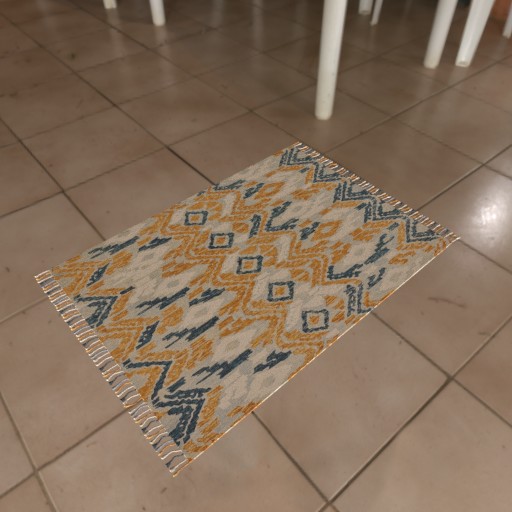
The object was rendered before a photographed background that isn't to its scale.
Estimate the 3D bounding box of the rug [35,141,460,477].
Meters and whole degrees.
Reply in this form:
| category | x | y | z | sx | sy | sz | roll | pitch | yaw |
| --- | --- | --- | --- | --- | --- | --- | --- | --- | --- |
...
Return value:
| category | x | y | z | sx | sy | sz | roll | pitch | yaw |
| --- | --- | --- | --- | --- | --- | --- | --- | --- | --- |
| rug | 0.000 | 0.000 | 2.269 | 1.827 | 0.008 | 1.230 | -32 | 55 | -27 |
